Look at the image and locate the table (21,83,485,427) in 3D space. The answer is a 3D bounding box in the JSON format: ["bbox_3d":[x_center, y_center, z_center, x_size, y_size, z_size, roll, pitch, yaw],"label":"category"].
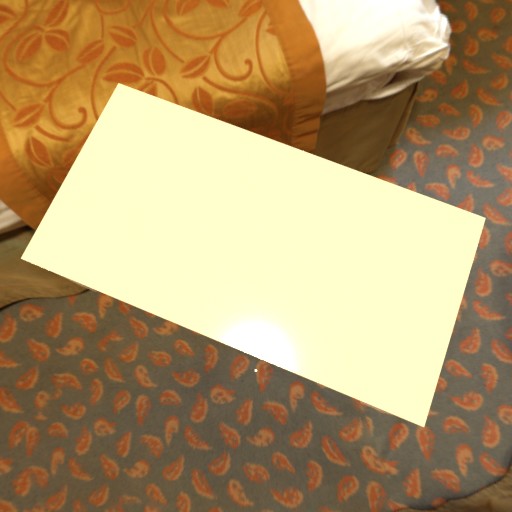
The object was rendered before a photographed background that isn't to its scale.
[{"bbox_3d":[0.000,0.000,1.671,1.350,0.470,0.700,22,77,5],"label":"table"}]
